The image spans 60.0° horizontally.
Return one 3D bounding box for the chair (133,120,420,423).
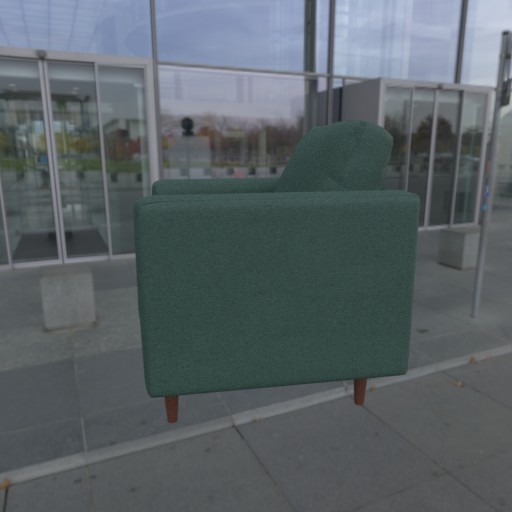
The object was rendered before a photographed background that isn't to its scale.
[{"bbox_3d":[0.000,0.000,1.599,0.800,0.927,0.855,-2,13,-9],"label":"chair"}]
